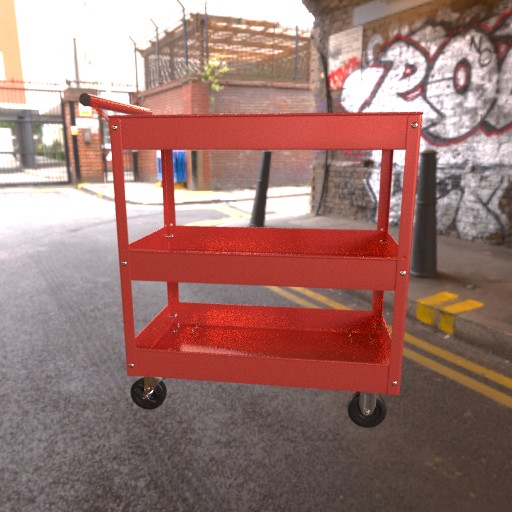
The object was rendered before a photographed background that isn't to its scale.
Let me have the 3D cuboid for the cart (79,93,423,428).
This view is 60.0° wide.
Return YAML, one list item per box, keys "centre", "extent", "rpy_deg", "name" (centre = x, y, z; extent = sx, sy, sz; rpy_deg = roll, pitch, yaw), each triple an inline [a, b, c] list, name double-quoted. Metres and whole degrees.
- centre: [0.000, 0.000, 1.168]
  extent: [0.719, 0.780, 0.366]
  rpy_deg: [2, 13, 8]
  name: "cart"
